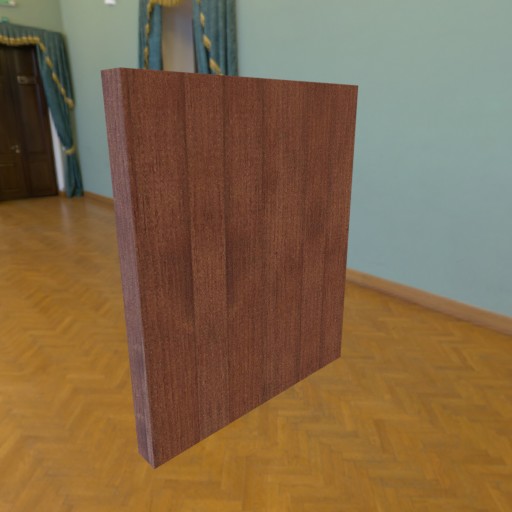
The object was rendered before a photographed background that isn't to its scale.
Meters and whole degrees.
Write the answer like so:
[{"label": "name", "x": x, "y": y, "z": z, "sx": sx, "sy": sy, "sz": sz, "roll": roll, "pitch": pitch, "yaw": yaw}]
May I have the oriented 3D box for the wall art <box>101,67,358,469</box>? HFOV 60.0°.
[{"label": "wall art", "x": 0.000, "y": 0.000, "z": 0.606, "sx": 0.377, "sy": 0.449, "sz": 0.039, "roll": -16, "pitch": 24, "yaw": -41}]
